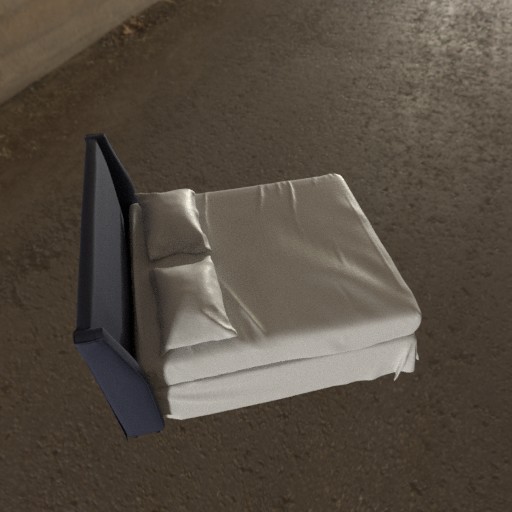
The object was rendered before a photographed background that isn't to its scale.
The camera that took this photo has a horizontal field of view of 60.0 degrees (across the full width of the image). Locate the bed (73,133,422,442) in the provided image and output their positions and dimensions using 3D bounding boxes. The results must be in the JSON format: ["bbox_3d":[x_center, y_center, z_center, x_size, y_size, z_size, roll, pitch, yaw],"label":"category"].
[{"bbox_3d":[0.000,0.000,3.409,2.276,1.332,1.925,-10,48,-9],"label":"bed"}]
